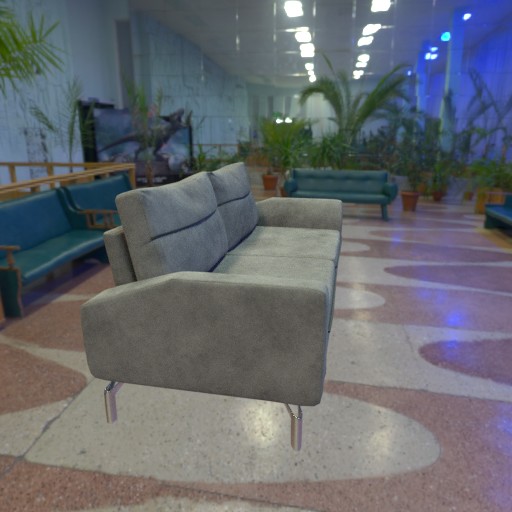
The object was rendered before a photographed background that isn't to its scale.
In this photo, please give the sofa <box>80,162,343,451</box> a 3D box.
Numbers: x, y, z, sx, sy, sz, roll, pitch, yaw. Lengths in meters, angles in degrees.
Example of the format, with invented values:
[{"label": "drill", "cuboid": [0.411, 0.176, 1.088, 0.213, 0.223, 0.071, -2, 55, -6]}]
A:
[{"label": "sofa", "cuboid": [0.000, 0.000, 2.295, 0.849, 0.859, 1.837, 3, 16, 12]}]
